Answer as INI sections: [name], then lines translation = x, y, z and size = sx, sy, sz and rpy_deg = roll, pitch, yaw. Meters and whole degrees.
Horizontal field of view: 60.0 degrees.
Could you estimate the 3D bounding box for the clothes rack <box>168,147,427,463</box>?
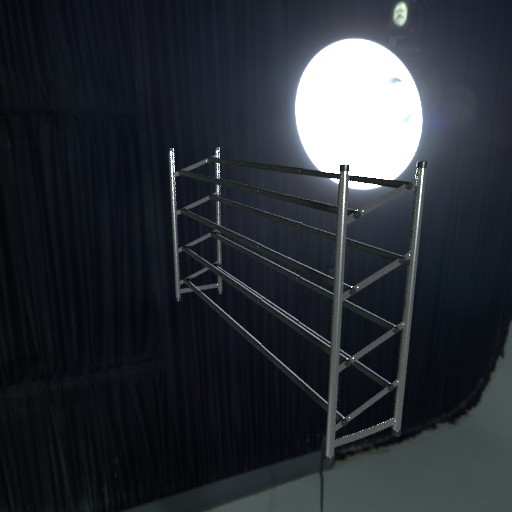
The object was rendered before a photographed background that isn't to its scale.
[clothes rack]
translation = 0.000, 0.000, 1.472
size = 0.229, 0.672, 1.168
rpy_deg = -8, 17, -26
